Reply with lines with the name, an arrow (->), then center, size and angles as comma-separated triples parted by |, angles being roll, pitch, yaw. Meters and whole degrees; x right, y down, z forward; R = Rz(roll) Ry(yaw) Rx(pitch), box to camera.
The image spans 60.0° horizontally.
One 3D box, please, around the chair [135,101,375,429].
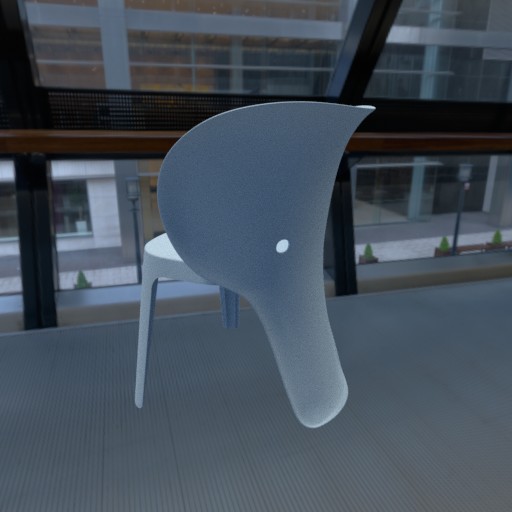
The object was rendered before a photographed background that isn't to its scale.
chair -> 0.000, 0.000, 0.859 | 0.402, 0.554, 0.451 | 9, 20, 26
